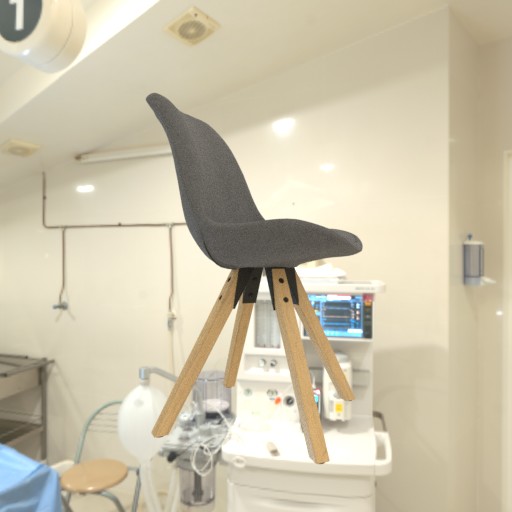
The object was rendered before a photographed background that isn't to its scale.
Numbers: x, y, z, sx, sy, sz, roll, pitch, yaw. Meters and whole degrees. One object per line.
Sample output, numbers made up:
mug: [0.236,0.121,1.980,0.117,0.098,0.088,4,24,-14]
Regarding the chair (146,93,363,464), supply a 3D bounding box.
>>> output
chair: [0.000,0.000,1.188,0.550,0.850,0.485,0,0,20]
